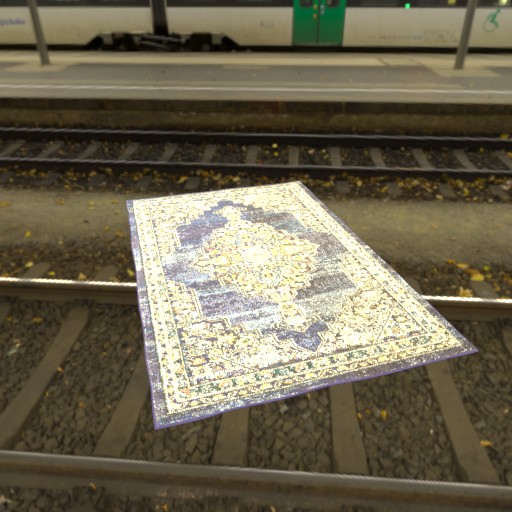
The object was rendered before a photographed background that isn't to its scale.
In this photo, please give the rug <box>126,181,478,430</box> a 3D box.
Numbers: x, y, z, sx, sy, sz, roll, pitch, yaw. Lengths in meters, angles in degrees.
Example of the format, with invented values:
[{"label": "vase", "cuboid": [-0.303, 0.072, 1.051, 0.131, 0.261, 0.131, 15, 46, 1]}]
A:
[{"label": "rug", "cuboid": [0.000, 0.000, 2.215, 1.184, 0.012, 1.781, -9, 32, -14]}]
